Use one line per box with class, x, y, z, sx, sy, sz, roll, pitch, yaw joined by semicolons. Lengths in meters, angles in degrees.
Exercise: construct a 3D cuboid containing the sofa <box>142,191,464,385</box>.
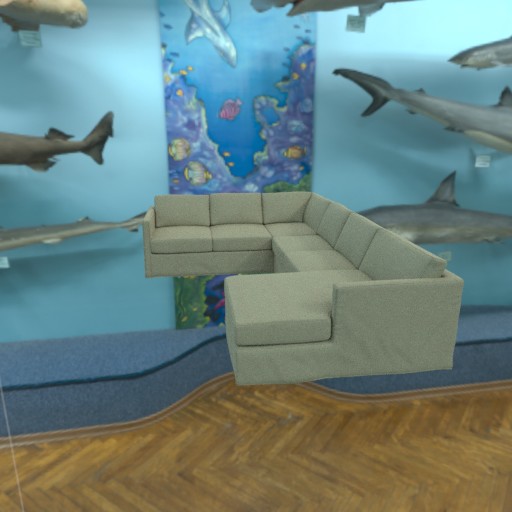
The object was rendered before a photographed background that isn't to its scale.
sofa;0.000;0.000;4.572;2.427;0.882;3.460;-2;16;-8
